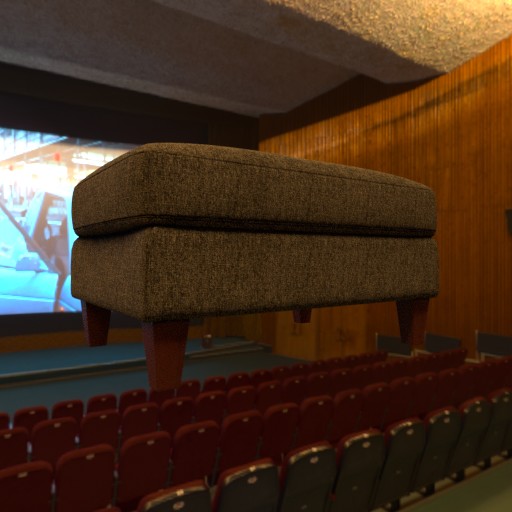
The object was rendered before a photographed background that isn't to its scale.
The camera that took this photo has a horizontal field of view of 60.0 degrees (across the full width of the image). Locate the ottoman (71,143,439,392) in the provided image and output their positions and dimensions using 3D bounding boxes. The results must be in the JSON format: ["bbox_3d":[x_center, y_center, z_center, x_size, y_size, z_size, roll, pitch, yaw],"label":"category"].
[{"bbox_3d":[0.000,0.000,1.212,0.864,0.483,0.584,0,0,-34],"label":"ottoman"}]
